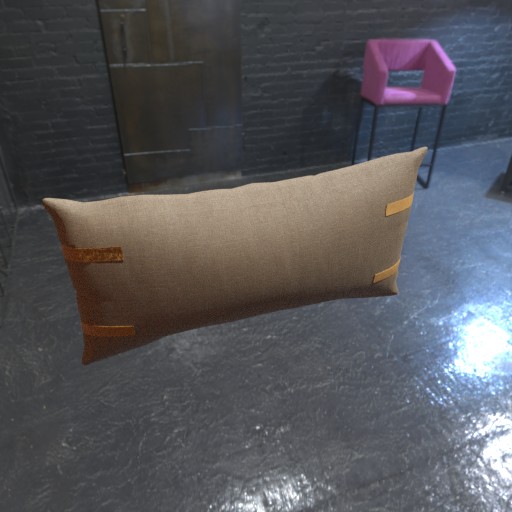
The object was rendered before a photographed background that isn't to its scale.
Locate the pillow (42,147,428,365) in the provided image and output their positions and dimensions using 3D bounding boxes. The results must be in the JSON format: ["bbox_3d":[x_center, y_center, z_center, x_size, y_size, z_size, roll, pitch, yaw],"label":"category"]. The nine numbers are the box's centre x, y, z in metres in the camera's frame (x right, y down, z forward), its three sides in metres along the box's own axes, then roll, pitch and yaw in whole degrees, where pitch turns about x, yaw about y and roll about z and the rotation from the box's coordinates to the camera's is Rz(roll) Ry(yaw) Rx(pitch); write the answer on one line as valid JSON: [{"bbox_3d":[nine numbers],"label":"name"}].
[{"bbox_3d":[0.000,0.000,0.740,0.612,0.308,0.148,-10,34,-16],"label":"pillow"}]
